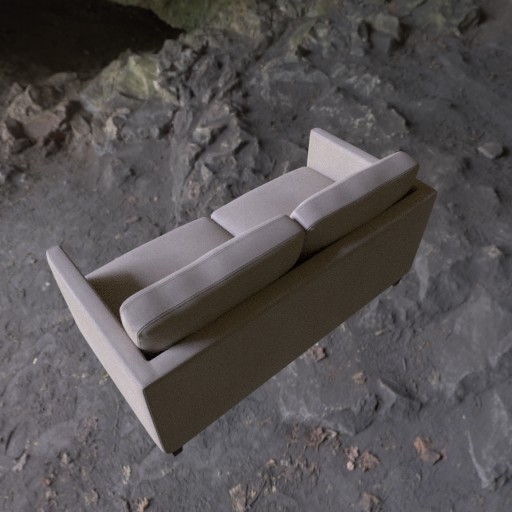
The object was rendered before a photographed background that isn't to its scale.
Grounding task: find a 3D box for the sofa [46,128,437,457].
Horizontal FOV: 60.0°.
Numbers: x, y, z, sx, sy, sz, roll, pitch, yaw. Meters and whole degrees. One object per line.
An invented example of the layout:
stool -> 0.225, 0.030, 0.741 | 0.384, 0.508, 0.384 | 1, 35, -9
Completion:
sofa -> 0.000, 0.000, 2.412 | 1.846, 0.940, 0.950 | -31, 52, -27
